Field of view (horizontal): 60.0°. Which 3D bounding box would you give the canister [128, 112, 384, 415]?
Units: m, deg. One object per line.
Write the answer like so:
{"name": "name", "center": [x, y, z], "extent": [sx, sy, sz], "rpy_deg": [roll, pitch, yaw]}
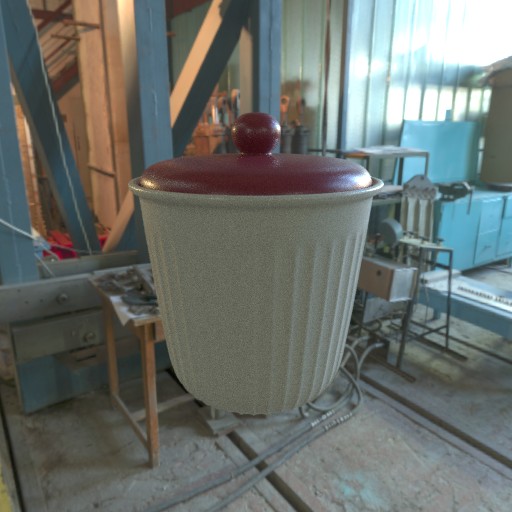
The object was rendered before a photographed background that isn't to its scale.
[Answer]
{"name": "canister", "center": [0.000, 0.000, 0.341], "extent": [0.181, 0.211, 0.181], "rpy_deg": [0, 16, 0]}
